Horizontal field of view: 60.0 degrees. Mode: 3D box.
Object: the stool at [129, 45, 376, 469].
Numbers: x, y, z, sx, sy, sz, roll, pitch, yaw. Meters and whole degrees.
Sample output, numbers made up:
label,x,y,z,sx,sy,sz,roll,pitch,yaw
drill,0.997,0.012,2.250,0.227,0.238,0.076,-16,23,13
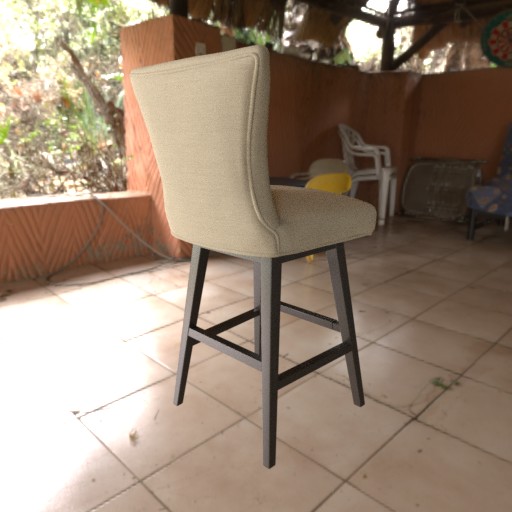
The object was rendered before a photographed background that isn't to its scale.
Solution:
label,x,y,z,sx,sy,sz,roll,pitch,yaw
stool,0.000,0.000,1.375,0.514,1.086,0.574,14,21,42
